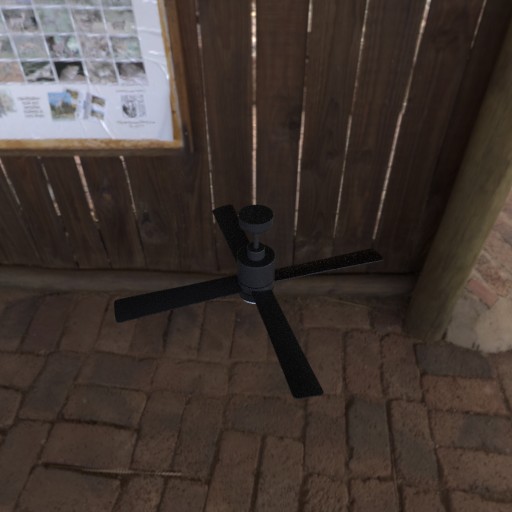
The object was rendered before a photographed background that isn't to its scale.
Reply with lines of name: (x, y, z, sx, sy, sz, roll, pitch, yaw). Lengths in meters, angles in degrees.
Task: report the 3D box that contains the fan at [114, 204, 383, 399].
fan: (0.000, 0.000, 2.338, 1.525, 0.534, 1.525, -11, 42, -13)
